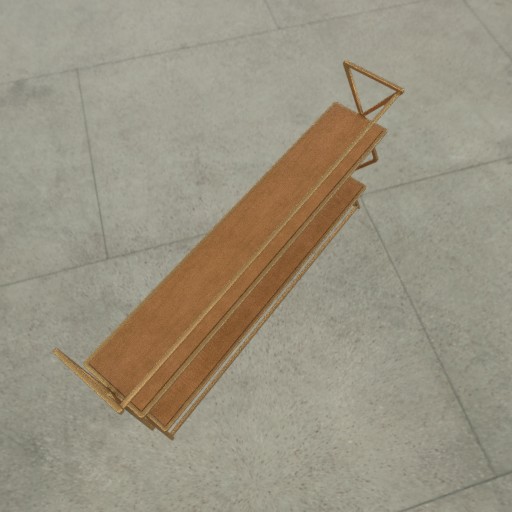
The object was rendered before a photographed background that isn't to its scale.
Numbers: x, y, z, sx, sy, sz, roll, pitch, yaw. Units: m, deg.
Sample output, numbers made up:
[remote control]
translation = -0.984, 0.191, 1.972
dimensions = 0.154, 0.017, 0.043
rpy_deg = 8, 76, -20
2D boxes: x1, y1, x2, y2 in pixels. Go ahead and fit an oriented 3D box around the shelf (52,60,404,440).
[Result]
[shelf]
translation = 0.000, 0.000, 1.002
dimensions = 0.150, 0.450, 0.822
rpy_deg = 35, 68, 16
